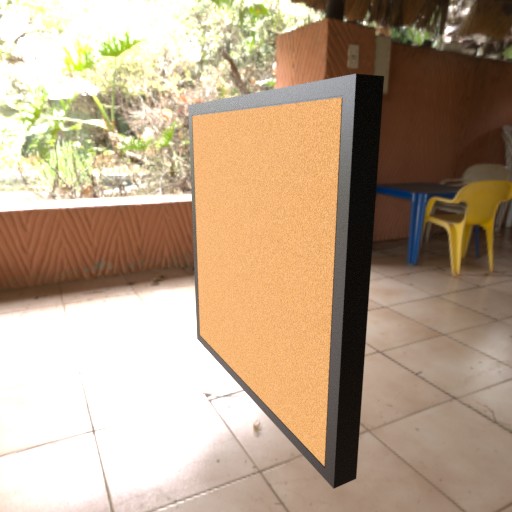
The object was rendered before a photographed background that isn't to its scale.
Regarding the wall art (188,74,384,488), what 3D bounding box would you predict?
[{"bbox_3d":[0.000,0.000,0.739,0.038,0.506,0.506,-8,17,-27],"label":"wall art"}]
